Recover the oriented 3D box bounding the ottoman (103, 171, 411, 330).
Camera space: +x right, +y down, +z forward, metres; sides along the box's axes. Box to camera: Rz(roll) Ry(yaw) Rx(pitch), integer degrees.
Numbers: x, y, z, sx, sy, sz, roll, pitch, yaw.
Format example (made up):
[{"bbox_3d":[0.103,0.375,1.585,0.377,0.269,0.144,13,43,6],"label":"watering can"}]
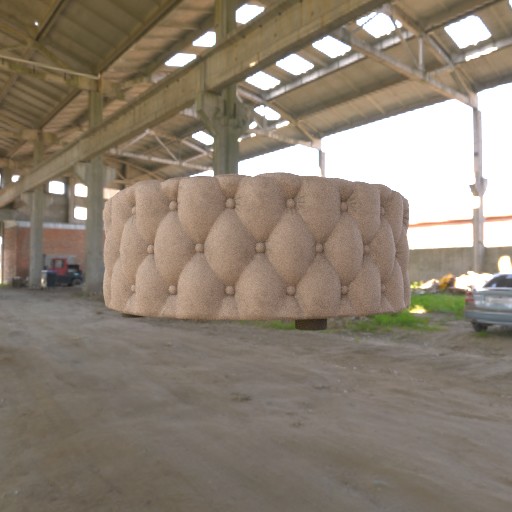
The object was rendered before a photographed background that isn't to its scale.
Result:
[{"bbox_3d":[0.000,0.000,1.515,0.998,0.399,0.998,0,-2,0],"label":"ottoman"}]
